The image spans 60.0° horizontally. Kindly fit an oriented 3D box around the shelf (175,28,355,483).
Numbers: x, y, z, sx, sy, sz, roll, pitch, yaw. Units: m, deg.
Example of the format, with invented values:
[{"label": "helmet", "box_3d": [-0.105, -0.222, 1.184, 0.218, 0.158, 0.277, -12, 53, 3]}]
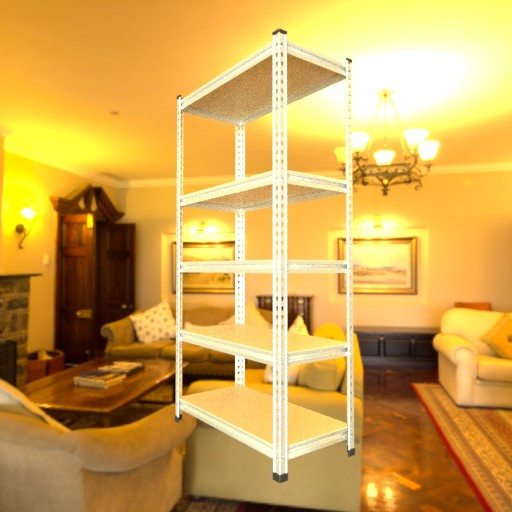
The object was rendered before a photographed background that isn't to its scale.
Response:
[{"label": "shelf", "box_3d": [0.000, 0.000, 2.279, 0.457, 1.829, 0.914, 1, -2, -37]}]
